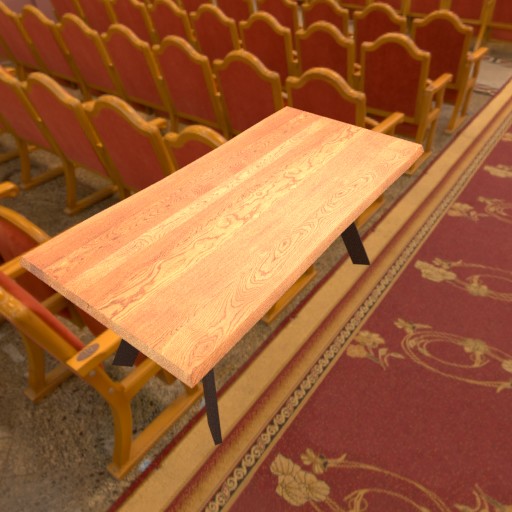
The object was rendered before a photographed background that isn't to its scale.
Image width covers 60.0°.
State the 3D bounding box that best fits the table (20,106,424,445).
[{"bbox_3d":[0.000,0.000,2.251,0.900,0.770,1.800,26,47,27],"label":"table"}]
